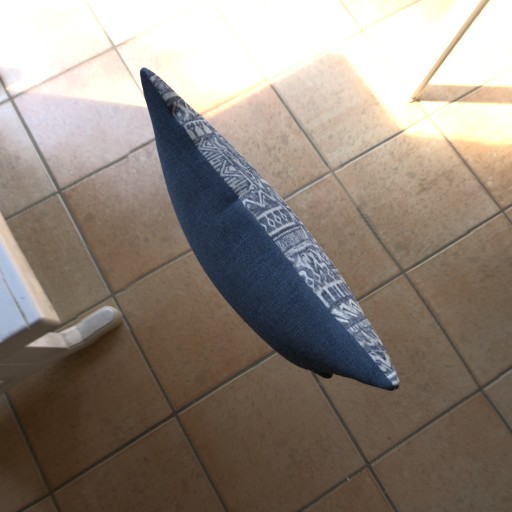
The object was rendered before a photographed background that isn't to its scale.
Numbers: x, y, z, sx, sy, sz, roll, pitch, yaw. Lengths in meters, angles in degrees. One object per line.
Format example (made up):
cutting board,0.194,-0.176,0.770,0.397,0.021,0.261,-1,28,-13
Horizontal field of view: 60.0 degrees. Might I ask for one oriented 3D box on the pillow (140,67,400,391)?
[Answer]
pillow,0.000,0.000,0.794,0.180,0.487,0.546,-36,79,-8
